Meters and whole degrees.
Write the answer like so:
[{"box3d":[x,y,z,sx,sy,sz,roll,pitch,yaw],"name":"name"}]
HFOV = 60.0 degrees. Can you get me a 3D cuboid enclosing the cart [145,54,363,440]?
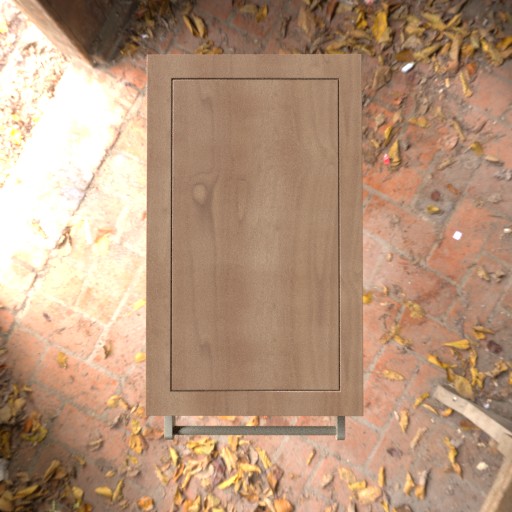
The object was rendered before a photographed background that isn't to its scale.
[{"box3d":[0.000,0.000,1.383,0.459,0.901,0.840,0,89,0],"name":"cart"}]
